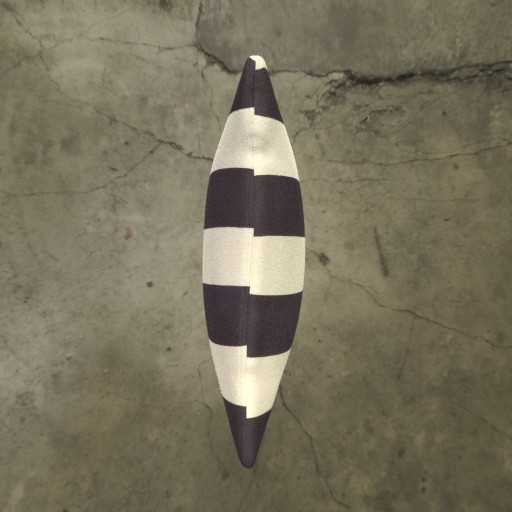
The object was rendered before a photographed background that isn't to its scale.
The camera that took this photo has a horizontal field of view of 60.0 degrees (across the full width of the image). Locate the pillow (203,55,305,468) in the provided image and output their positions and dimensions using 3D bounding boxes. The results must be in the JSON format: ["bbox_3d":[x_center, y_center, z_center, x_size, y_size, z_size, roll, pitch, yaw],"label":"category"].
[{"bbox_3d":[0.000,0.000,0.815,0.189,0.526,0.536,0,89,0],"label":"pillow"}]
